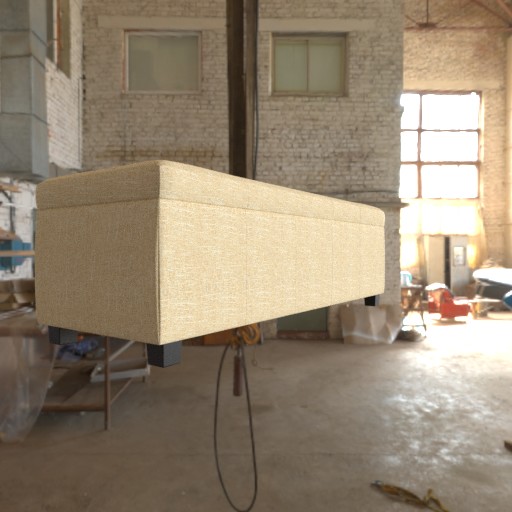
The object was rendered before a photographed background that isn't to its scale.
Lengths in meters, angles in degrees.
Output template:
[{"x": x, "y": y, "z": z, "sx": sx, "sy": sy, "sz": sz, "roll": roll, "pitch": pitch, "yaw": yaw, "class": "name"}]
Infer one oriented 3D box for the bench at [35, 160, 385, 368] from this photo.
[{"x": 0.000, "y": 0.000, "z": 1.417, "sx": 0.432, "sy": 0.406, "sz": 1.219, "roll": 1, "pitch": 1, "yaw": 35, "class": "bench"}]
